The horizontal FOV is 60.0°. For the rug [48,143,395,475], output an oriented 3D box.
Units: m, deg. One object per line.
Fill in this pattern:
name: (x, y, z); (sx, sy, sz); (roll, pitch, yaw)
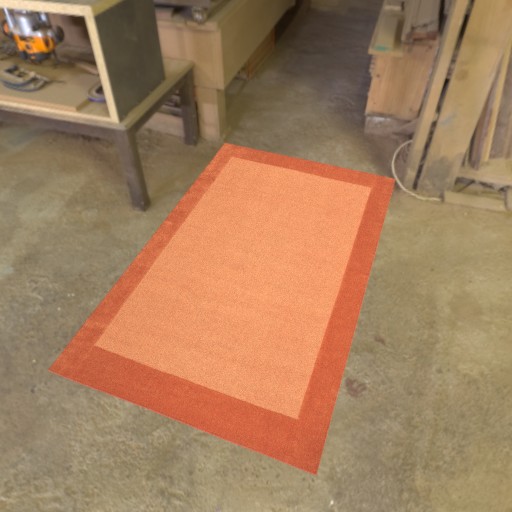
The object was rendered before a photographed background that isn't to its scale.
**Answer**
rug: (0.000, 0.000, 3.033); (1.524, 0.014, 2.438); (15, 48, 14)
